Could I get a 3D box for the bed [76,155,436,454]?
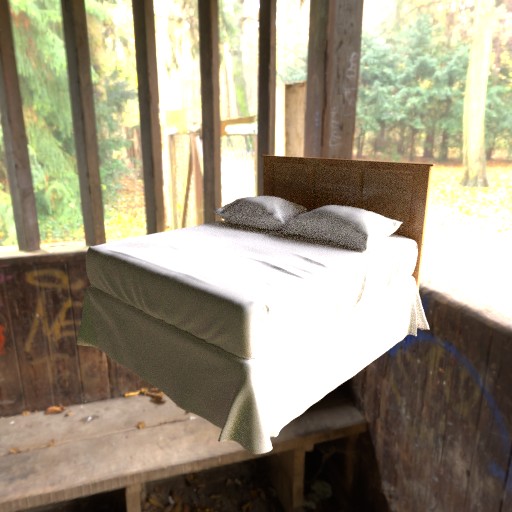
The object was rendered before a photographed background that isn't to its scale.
[{"bbox_3d":[0.000,0.000,3.182,1.870,1.273,2.035,15,22,41],"label":"bed"}]
